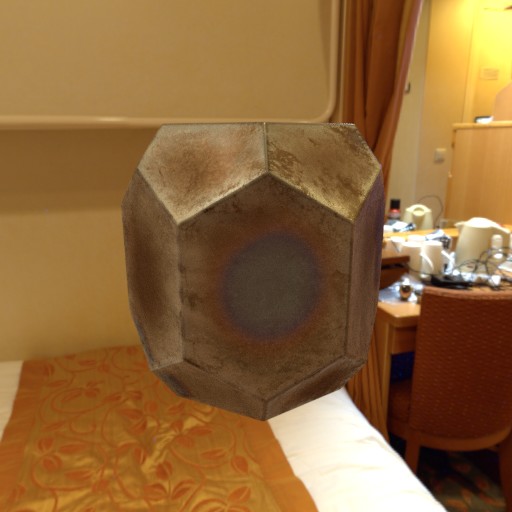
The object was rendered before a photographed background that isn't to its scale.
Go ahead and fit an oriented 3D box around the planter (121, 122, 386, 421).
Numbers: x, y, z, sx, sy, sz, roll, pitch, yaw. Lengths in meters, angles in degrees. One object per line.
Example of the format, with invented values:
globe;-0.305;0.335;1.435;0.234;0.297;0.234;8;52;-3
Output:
planter;0.000;0.000;0.420;0.221;0.238;0.243;7;17;25
